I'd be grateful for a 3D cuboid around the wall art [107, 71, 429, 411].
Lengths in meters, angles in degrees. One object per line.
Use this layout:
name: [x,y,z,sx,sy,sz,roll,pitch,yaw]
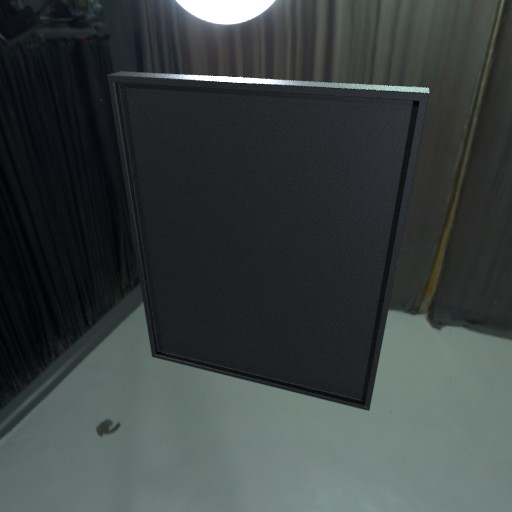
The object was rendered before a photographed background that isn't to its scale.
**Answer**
wall art: [0.000,0.000,0.747,0.449,0.555,0.039,9,32,16]
